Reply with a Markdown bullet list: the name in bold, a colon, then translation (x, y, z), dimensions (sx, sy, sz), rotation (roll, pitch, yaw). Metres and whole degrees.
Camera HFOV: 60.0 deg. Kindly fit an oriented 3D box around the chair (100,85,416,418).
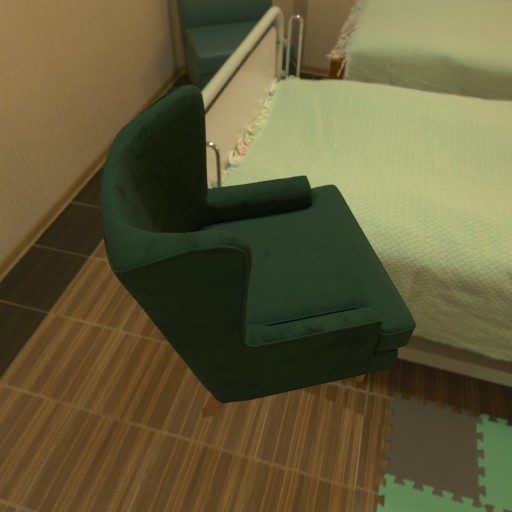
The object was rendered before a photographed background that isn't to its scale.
- **chair**: translation (0.000, 0.000, 1.587), dimensions (0.910, 0.952, 0.793), rotation (-10, 48, -9)
